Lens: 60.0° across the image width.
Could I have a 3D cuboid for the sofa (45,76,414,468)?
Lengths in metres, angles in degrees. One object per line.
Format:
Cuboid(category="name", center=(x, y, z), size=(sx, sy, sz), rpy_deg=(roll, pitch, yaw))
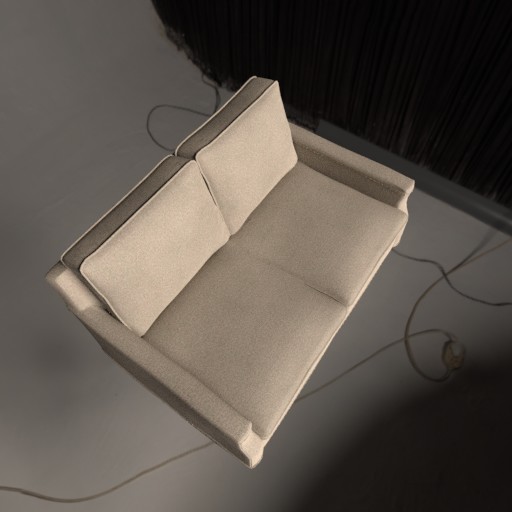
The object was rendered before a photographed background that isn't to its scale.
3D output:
Cuboid(category="sofa", center=(0.000, 0.000, 2.255), size=(1.084, 1.003, 1.597), rpy_deg=(31, 64, 17))
